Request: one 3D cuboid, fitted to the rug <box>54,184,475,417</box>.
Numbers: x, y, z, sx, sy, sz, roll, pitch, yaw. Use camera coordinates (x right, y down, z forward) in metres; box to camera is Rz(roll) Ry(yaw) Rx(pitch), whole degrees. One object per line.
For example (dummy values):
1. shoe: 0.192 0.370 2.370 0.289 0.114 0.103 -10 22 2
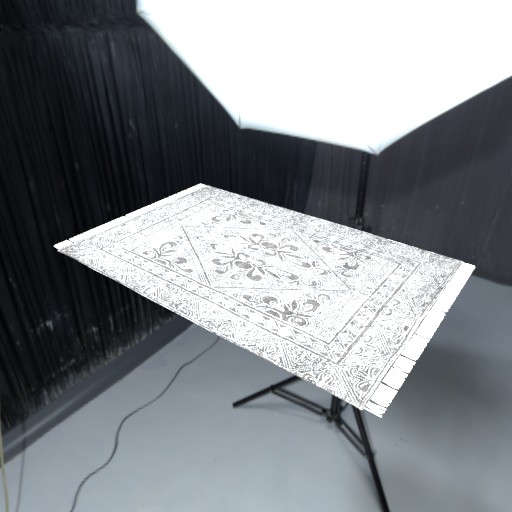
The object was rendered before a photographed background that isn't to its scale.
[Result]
1. rug: 0.000 0.000 2.995 2.440 0.010 1.529 21 36 31
